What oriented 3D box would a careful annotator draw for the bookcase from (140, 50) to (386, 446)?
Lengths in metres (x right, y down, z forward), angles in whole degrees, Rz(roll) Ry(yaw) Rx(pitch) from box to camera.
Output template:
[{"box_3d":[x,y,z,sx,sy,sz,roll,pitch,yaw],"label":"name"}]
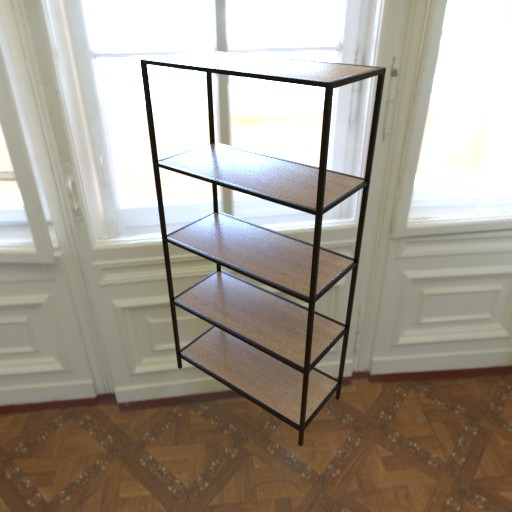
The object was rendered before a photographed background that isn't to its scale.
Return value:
[{"box_3d":[0.000,0.000,1.865,0.770,1.500,0.350,22,37,32],"label":"bookcase"}]
